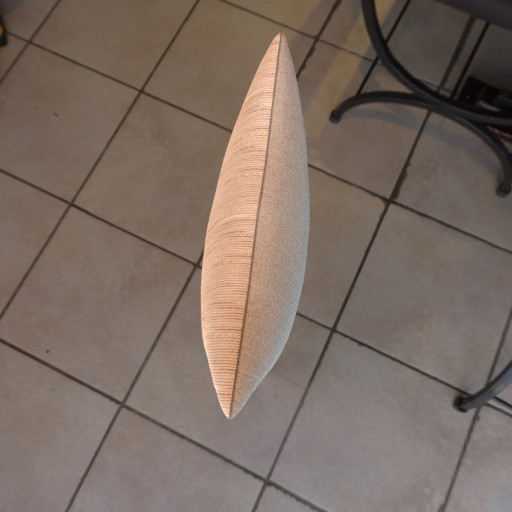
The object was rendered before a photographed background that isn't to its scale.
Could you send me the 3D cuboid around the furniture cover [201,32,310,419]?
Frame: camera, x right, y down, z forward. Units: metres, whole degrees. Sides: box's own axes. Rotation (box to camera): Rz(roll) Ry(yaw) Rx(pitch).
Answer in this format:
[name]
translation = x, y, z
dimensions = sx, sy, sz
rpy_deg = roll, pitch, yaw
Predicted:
[furniture cover]
translation = 0.000, 0.000, 0.781
dimensions = 0.178, 0.506, 0.512
rpy_deg = 7, 75, 2
